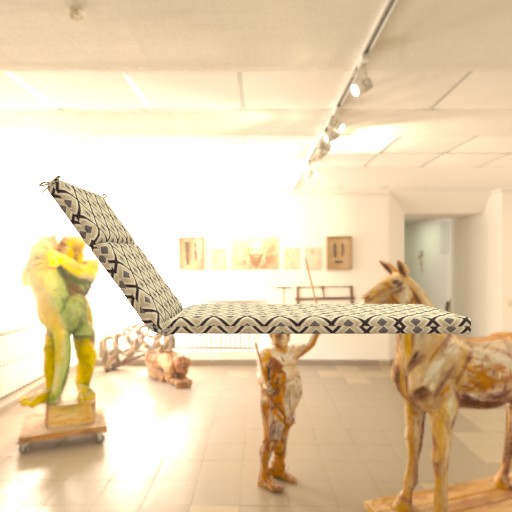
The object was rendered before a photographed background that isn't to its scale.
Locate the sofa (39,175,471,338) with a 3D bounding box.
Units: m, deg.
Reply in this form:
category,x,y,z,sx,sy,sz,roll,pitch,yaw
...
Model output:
category,x,y,z,sx,sy,sz,roll,pitch,yaw
sofa,0.000,0.000,1.951,1.663,0.622,0.582,0,0,0
